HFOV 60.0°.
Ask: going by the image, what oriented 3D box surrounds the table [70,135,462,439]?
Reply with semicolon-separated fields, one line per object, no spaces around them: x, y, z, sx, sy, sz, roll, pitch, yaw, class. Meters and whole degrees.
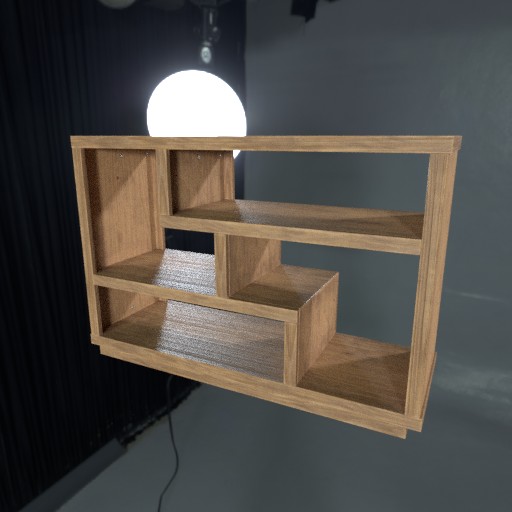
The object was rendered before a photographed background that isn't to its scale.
0.000;0.000;1.474;1.151;0.771;0.410;7;17;25;table
